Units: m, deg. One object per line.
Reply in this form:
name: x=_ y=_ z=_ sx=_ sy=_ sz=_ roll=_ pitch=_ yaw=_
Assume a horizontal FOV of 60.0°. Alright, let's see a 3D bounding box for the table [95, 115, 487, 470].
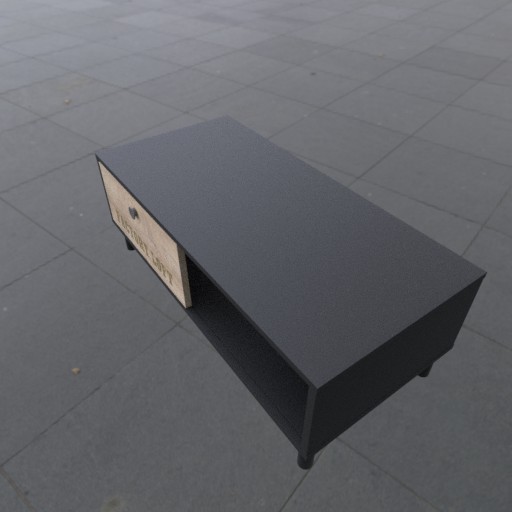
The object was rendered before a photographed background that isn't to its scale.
table: x=0.000 y=0.000 z=1.376 sx=0.550 sy=0.400 sz=1.100 roll=-25 pitch=46 yaw=-26
